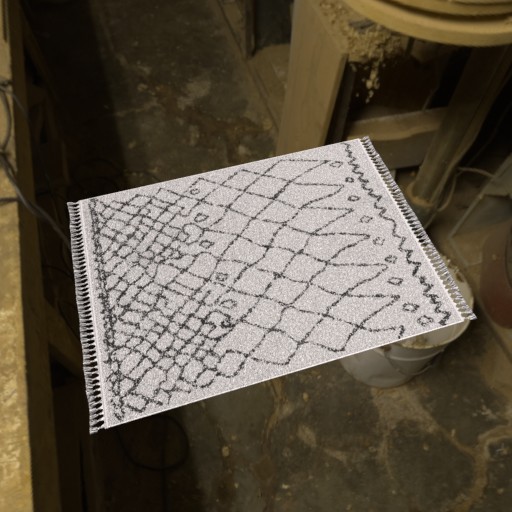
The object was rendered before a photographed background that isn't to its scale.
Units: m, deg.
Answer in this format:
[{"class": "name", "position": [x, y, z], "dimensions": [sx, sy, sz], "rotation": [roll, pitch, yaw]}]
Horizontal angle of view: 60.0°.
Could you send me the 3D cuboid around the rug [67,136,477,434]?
[{"class": "rug", "position": [0.000, 0.000, 2.913], "dimensions": [2.312, 0.017, 1.613], "rotation": [-14, 60, -8]}]
